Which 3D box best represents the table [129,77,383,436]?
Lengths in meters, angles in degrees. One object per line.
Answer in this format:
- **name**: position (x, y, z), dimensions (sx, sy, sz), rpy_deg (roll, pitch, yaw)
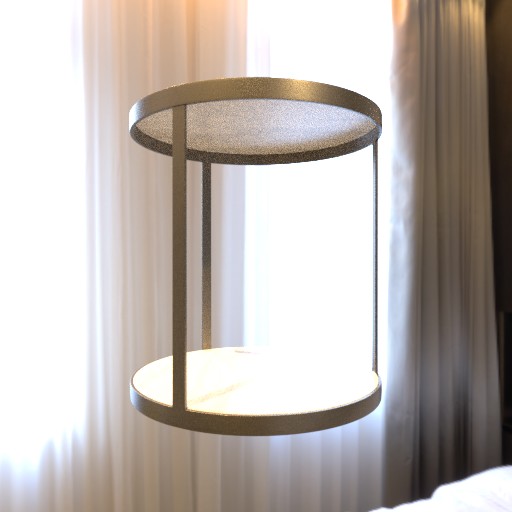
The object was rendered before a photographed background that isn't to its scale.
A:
- **table**: position (0.000, 0.000, 0.812), dimensions (0.445, 0.479, 0.445), rpy_deg (0, 0, 0)
